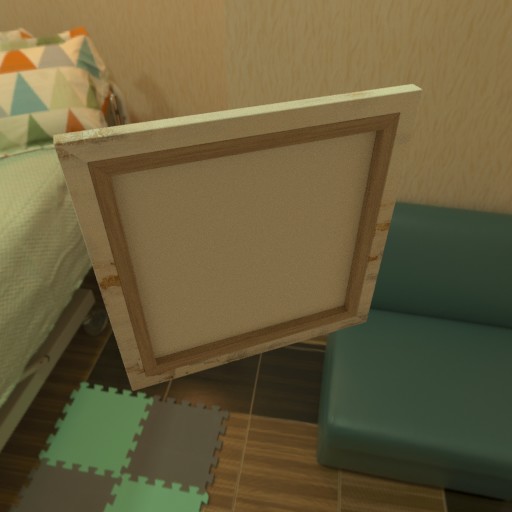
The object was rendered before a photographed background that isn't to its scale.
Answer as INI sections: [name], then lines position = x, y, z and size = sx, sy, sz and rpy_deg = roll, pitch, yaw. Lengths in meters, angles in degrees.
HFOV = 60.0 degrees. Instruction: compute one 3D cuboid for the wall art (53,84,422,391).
[wall art]
position = 0.000, 0.000, 1.116
size = 0.753, 0.755, 0.038
rpy_deg = -13, 42, -15
